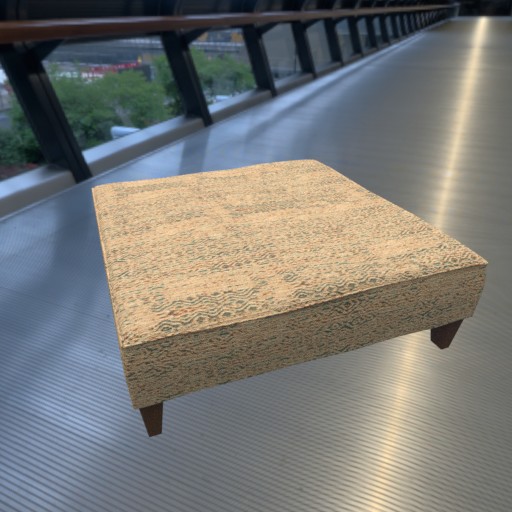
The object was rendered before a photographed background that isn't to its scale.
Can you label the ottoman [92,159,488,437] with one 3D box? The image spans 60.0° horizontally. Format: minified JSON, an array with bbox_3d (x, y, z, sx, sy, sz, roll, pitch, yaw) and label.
[{"bbox_3d":[0.000,0.000,1.501,0.968,0.356,1.004,-10,30,-19],"label":"ottoman"}]
